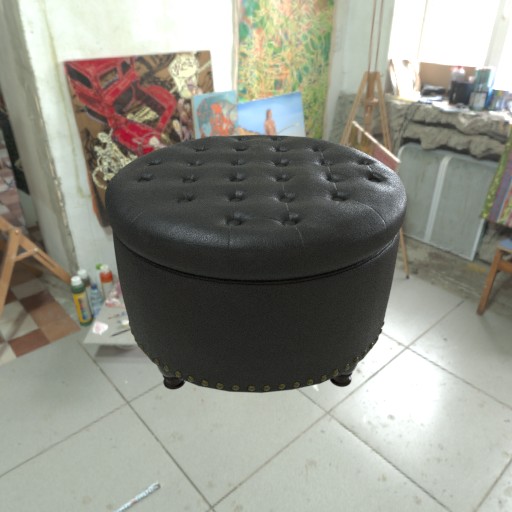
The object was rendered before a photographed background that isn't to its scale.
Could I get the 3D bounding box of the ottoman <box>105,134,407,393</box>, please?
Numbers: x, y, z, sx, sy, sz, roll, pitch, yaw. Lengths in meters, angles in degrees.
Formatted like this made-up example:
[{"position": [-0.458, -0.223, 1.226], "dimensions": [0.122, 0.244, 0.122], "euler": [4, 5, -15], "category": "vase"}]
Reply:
[{"position": [0.000, 0.000, 1.064], "dimensions": [0.637, 0.442, 0.637], "euler": [0, 31, 0], "category": "ottoman"}]
